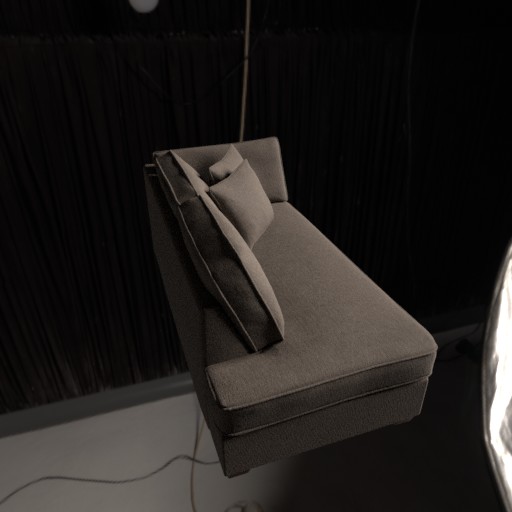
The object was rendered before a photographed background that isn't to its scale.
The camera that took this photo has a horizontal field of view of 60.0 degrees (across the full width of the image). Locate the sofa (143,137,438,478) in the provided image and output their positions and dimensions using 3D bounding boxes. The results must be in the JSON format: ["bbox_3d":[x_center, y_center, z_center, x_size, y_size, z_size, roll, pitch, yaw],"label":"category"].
[{"bbox_3d":[0.000,0.000,2.808,1.110,1.033,2.237,-10,31,-16],"label":"sofa"}]
